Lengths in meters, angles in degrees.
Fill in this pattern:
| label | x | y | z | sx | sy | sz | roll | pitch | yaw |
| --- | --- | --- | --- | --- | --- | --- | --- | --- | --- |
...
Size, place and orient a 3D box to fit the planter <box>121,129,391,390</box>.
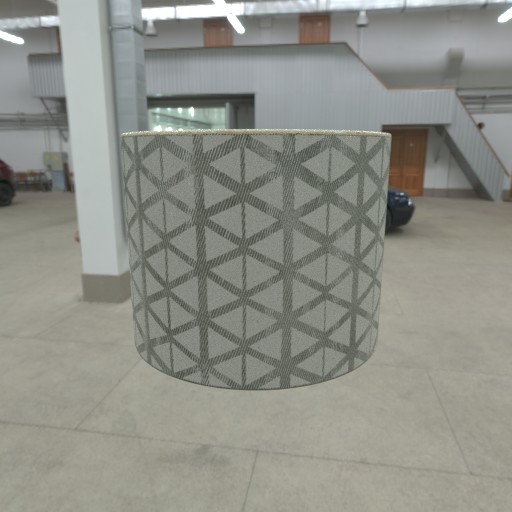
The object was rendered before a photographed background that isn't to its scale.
| label | x | y | z | sx | sy | sz | roll | pitch | yaw |
| --- | --- | --- | --- | --- | --- | --- | --- | --- | --- |
| planter | 0.000 | 0.000 | 0.454 | 0.250 | 0.239 | 0.250 | 0 | 13 | 0 |
